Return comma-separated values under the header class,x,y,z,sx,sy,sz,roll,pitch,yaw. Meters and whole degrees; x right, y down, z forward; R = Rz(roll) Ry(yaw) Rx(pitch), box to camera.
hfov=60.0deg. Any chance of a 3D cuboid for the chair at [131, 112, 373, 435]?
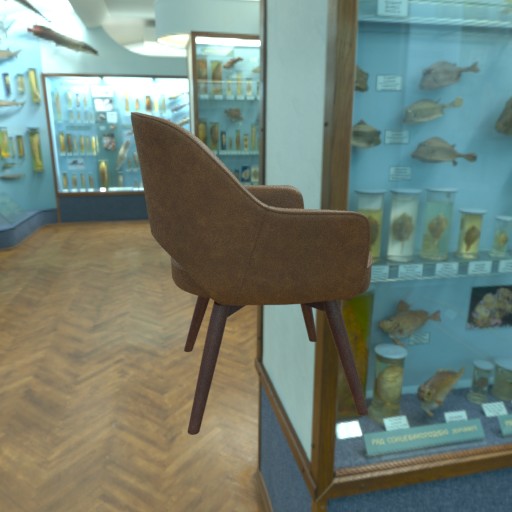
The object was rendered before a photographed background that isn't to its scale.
class,x,y,z,sx,sy,sz,roll,pitch,yaw
chair,0.000,0.000,1.266,0.640,0.777,0.591,-3,15,-10
